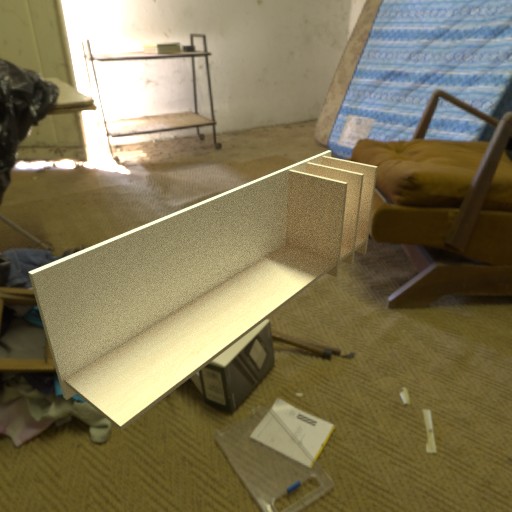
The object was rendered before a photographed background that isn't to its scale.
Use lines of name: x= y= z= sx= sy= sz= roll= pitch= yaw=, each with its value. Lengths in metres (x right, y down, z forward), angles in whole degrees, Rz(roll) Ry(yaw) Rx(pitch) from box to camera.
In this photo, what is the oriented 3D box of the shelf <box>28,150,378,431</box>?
shelf: x=0.000 y=0.000 z=1.138 sx=0.200 sy=0.300 sz=1.020 roll=21 pitch=35 yaw=33
